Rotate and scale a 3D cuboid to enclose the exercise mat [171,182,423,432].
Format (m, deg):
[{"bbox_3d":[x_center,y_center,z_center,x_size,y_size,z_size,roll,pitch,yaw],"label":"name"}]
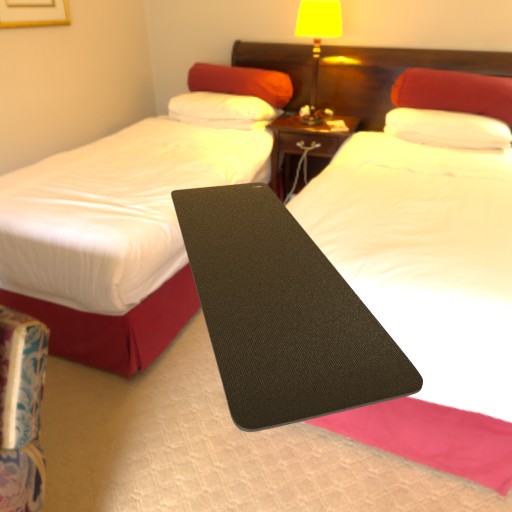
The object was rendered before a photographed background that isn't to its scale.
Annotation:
[{"bbox_3d":[0.000,0.000,2.069,0.616,0.021,1.869,-8,31,-13],"label":"exercise mat"}]
